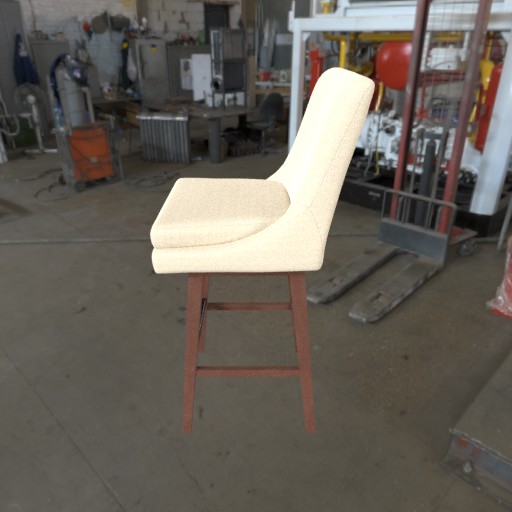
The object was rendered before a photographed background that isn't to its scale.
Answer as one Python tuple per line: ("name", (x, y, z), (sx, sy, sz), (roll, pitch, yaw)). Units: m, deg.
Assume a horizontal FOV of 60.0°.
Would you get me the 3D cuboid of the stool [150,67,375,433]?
("stool", (0.000, 0.000, 1.417), (0.559, 1.093, 0.483), (0, 26, 0))
